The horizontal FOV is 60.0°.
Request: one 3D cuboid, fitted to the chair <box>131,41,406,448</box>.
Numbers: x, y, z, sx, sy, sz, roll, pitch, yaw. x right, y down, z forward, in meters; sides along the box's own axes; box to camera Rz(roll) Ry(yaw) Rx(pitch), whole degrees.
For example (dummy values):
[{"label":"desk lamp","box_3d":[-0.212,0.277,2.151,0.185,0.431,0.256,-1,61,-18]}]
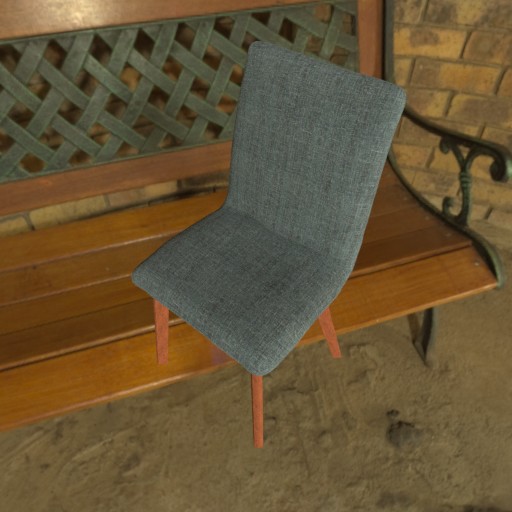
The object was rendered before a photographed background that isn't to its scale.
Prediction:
[{"label":"chair","box_3d":[0.000,0.000,1.291,0.522,0.974,0.563,31,52,27]}]
